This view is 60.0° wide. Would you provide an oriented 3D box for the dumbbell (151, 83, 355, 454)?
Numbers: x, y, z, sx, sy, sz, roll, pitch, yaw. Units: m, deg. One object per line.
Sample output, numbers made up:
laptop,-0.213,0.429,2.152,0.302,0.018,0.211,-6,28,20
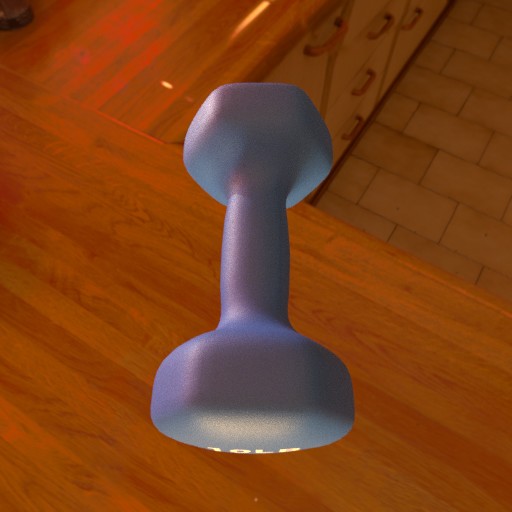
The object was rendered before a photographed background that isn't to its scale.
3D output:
dumbbell,0.000,0.000,0.261,0.103,0.093,0.212,2,61,1
